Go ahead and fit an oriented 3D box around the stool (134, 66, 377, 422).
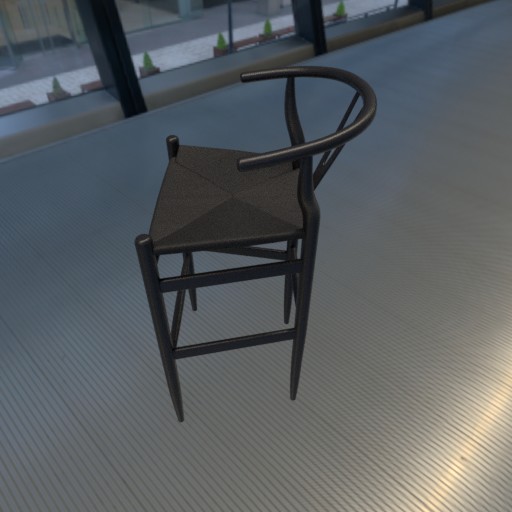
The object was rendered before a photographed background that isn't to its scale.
[{"bbox_3d":[0.000,0.000,1.424,0.579,1.072,0.569,0,41,-1],"label":"stool"}]
